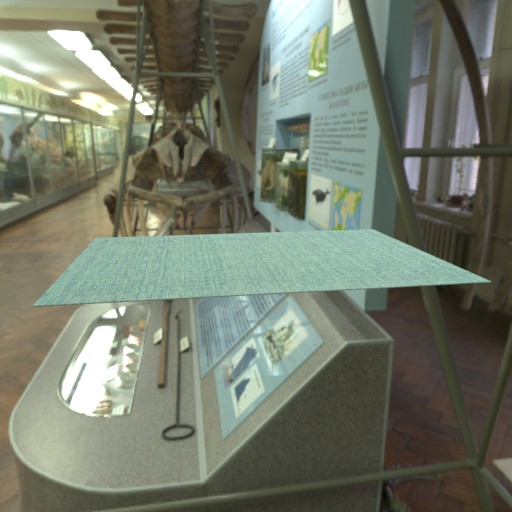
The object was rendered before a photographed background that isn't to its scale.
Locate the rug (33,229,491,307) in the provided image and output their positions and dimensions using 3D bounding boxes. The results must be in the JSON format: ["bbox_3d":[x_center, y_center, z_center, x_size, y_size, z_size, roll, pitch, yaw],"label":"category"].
[{"bbox_3d":[0.000,0.000,2.904,2.286,0.006,1.522,-2,14,-9],"label":"rug"}]
